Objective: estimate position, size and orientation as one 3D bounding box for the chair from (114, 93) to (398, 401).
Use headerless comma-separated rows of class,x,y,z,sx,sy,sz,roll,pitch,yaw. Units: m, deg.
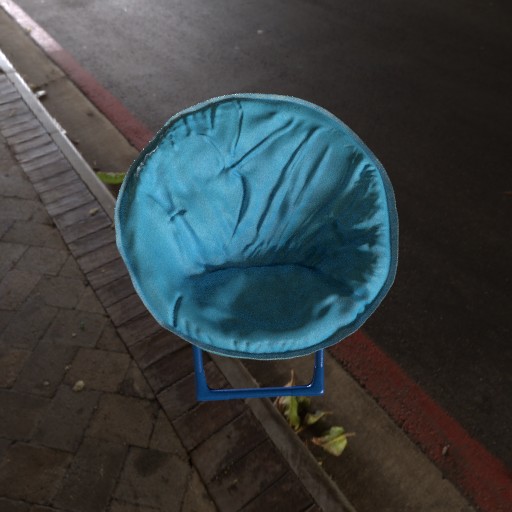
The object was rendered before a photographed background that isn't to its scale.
chair,0.000,0.000,0.906,0.520,0.478,0.465,-2,45,-2
